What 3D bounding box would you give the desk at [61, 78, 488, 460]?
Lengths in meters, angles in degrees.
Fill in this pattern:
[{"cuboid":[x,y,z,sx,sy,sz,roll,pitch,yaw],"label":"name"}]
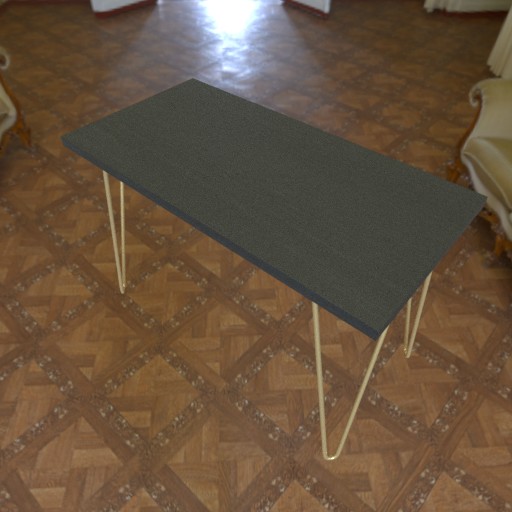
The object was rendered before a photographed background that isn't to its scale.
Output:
[{"cuboid":[0.000,0.000,1.357,0.991,0.660,0.499,31,53,28],"label":"desk"}]
